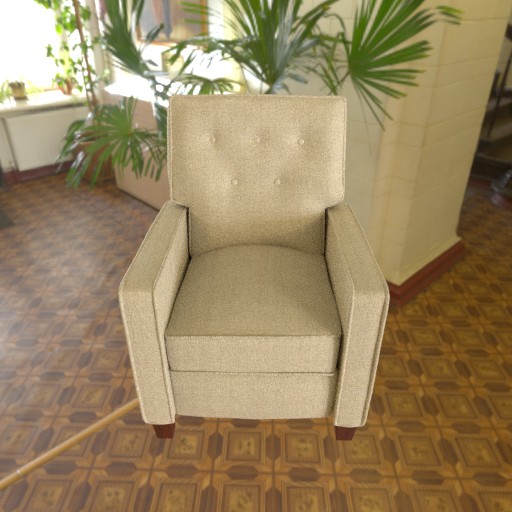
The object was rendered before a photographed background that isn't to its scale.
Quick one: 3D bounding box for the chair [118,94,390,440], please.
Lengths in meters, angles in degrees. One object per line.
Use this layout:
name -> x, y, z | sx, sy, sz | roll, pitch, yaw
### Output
chair -> 0.000, 0.000, 1.401 | 0.648, 0.888, 0.754 | 1, 30, 1
